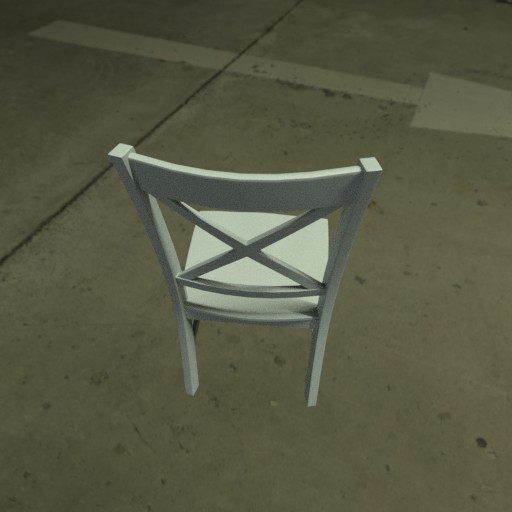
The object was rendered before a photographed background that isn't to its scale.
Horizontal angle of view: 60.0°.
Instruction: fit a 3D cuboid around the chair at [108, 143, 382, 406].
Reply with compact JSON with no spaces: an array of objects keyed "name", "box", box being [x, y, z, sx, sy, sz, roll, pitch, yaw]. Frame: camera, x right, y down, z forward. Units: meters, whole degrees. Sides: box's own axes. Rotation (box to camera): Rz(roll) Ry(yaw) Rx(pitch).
[{"name":"chair","box":[0.000,0.000,1.300,0.485,0.983,0.542,4,46,4]}]
